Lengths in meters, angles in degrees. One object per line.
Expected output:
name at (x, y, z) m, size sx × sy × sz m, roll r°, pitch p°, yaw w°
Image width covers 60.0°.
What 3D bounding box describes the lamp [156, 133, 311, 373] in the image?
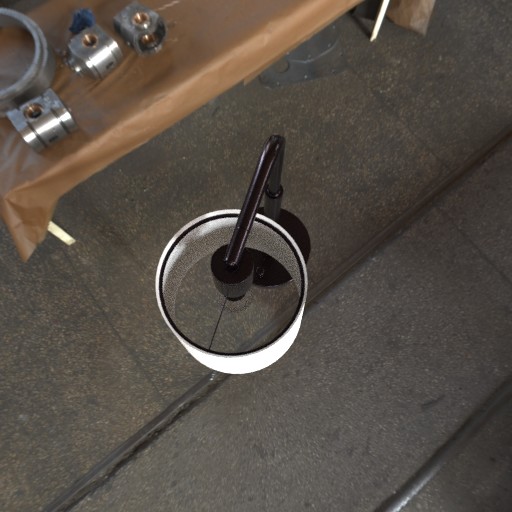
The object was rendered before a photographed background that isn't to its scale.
lamp at (0.000, 0.000, 0.633) m, size 0.171 × 0.489 × 0.333 m, roll 17°, pitch 76°, yaw 4°
